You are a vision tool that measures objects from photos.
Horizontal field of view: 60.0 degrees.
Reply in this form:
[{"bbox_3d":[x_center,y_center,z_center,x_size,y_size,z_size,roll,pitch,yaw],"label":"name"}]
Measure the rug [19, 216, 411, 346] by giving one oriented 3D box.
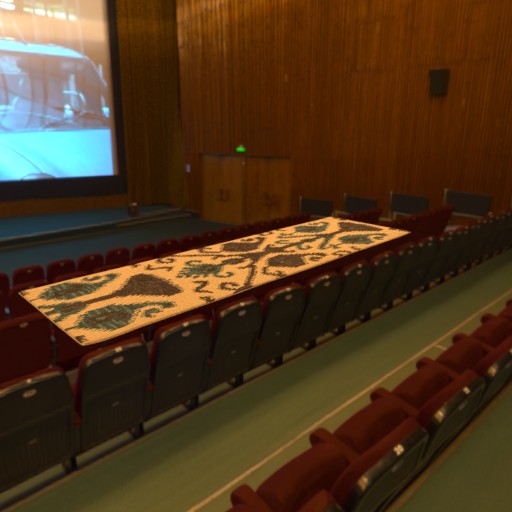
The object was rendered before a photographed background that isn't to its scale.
[{"bbox_3d":[0.000,0.000,2.512,2.301,0.017,0.692,-16,23,-41],"label":"rug"}]
